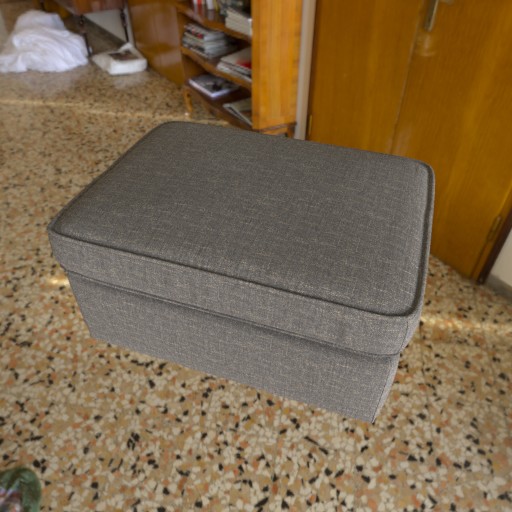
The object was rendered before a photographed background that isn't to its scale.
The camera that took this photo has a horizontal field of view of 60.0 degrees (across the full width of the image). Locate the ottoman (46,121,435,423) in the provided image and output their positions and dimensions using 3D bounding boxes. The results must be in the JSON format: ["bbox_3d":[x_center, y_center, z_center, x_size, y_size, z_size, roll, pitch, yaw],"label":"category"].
[{"bbox_3d":[0.000,0.000,1.094,0.749,0.450,0.549,13,44,14],"label":"ottoman"}]
